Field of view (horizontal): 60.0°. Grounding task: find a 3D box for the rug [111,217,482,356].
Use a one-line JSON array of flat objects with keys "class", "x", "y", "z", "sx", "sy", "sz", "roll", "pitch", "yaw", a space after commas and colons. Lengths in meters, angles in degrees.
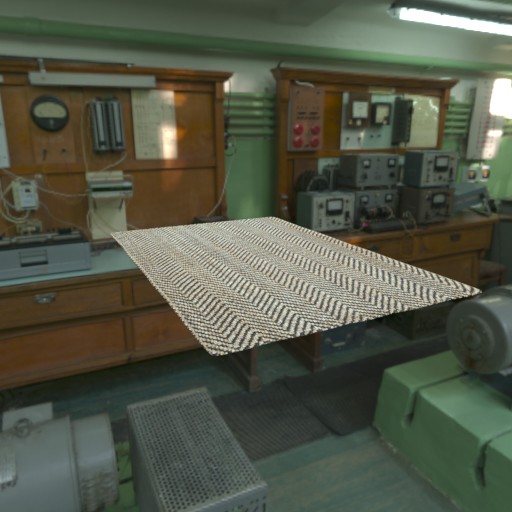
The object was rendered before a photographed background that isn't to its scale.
[{"class": "rug", "x": 0.000, "y": 0.000, "z": 2.370, "sx": 1.219, "sy": 0.008, "sz": 1.828, "roll": -8, "pitch": 18, "yaw": -26}]
